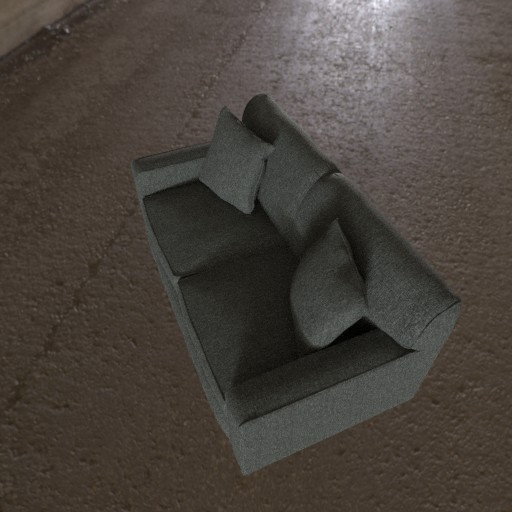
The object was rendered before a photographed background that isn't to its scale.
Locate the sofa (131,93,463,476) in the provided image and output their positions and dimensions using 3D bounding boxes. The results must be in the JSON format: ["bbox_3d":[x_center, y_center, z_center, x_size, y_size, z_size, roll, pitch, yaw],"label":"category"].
[{"bbox_3d":[0.000,0.000,2.433,0.998,0.958,1.846,-18,49,-16],"label":"sofa"}]
